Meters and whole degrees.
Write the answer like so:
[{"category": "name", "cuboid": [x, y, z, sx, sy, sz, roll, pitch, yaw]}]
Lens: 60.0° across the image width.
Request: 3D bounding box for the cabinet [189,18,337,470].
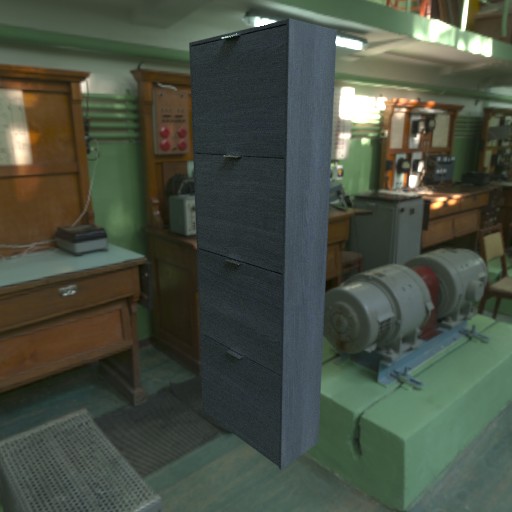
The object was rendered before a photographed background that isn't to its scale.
[{"category": "cabinet", "cuboid": [0.000, 0.000, 1.804, 0.255, 1.630, 0.520, -14, 21, -41]}]
